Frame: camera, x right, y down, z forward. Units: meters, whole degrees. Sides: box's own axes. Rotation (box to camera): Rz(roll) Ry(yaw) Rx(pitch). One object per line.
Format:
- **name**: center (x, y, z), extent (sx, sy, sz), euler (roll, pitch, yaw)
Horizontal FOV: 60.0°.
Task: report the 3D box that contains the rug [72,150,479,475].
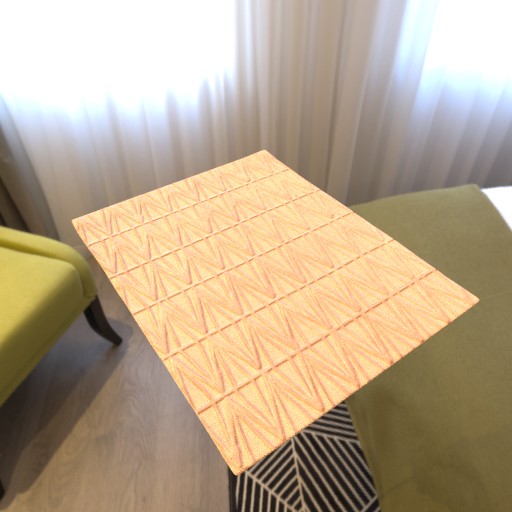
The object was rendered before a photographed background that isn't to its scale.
- **rug**: center (0.000, 0.000, 4.090), extent (2.453, 0.043, 3.052), euler (-26, 48, -25)
